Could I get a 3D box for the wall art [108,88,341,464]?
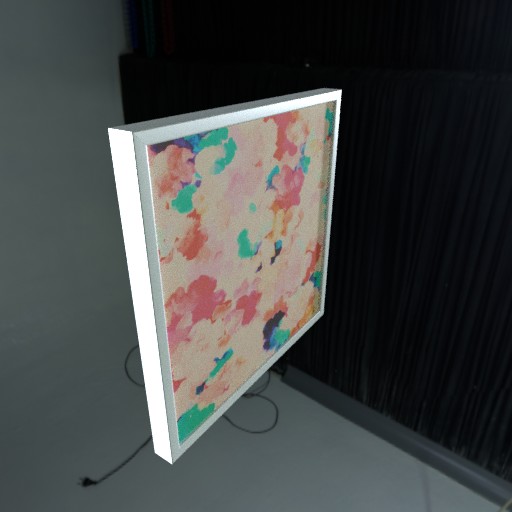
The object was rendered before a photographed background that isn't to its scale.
[{"bbox_3d":[0.000,0.000,0.771,0.038,0.505,0.506,17,31,31],"label":"wall art"}]
